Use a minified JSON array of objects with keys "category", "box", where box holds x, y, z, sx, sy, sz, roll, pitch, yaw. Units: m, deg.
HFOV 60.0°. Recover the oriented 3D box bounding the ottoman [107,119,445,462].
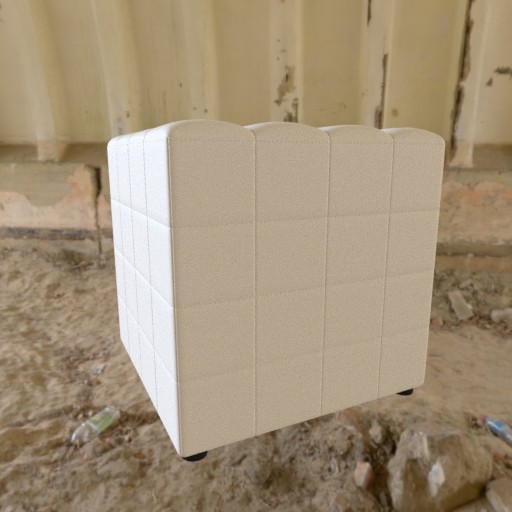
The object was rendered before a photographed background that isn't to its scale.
[{"category":"ottoman","box":[0.000,0.000,0.792,0.425,0.432,0.425,-6,14,-26]}]
